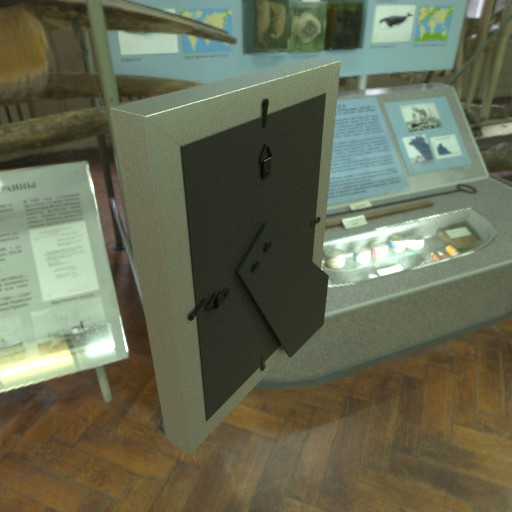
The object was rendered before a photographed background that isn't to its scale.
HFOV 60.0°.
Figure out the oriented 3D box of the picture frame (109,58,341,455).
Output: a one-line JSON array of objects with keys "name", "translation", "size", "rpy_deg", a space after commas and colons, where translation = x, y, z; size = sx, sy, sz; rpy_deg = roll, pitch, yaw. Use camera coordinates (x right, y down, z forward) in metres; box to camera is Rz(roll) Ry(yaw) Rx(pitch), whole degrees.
[{"name": "picture frame", "translation": [0.000, 0.000, 0.276], "size": [0.028, 0.208, 0.157], "rpy_deg": [21, 38, 30]}]
